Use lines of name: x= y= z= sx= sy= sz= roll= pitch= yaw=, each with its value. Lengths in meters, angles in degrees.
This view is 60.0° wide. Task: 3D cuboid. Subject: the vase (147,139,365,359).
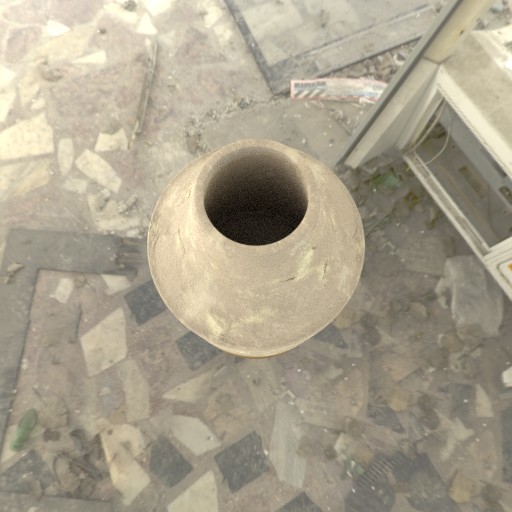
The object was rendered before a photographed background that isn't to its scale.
vase: x=0.000 y=0.000 z=0.425 sx=0.184 sy=0.305 sz=0.184 roll=0 pitch=75 yaw=0
